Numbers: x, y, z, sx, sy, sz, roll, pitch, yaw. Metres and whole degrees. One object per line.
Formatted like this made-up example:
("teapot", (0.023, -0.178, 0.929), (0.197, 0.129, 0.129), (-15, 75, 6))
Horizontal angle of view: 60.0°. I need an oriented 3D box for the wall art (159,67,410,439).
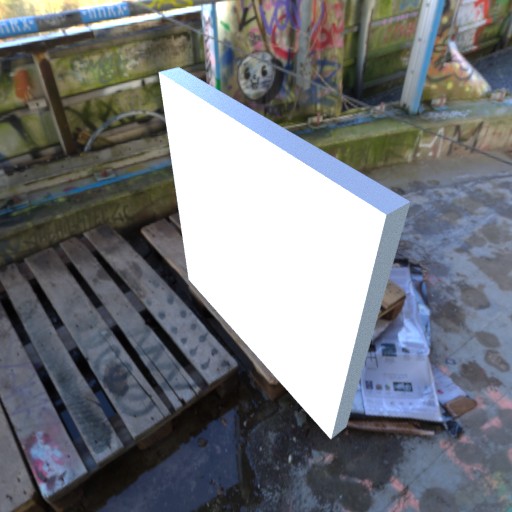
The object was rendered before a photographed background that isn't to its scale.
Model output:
("wall art", (0.000, 0.000, 0.554), (0.027, 0.355, 0.355), (-27, 49, -26))
